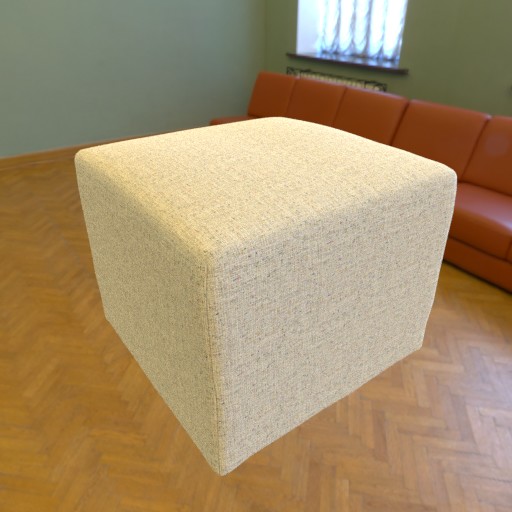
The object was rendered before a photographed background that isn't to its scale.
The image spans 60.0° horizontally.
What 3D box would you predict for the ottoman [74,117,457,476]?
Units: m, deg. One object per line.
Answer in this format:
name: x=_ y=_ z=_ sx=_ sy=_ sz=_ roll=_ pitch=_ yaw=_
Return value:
ottoman: x=0.000 y=0.000 z=0.889 sx=0.521 sy=0.453 sz=0.512 roll=-20 pitch=35 yaw=-31
